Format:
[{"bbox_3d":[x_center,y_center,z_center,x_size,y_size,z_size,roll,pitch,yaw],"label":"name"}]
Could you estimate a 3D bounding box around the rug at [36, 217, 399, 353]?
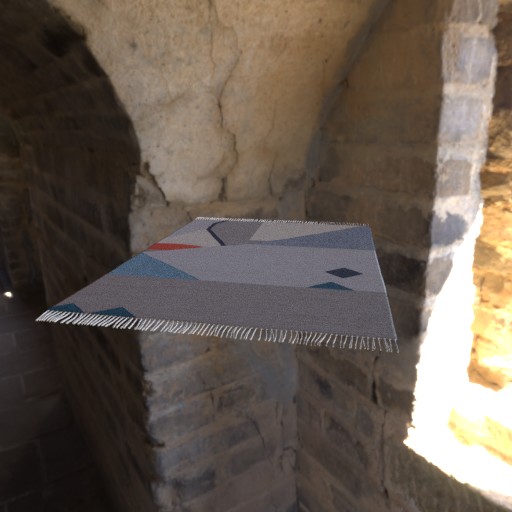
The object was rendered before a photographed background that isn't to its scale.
[{"bbox_3d":[0.000,0.000,2.269,1.220,0.005,1.828,3,17,10],"label":"rug"}]
